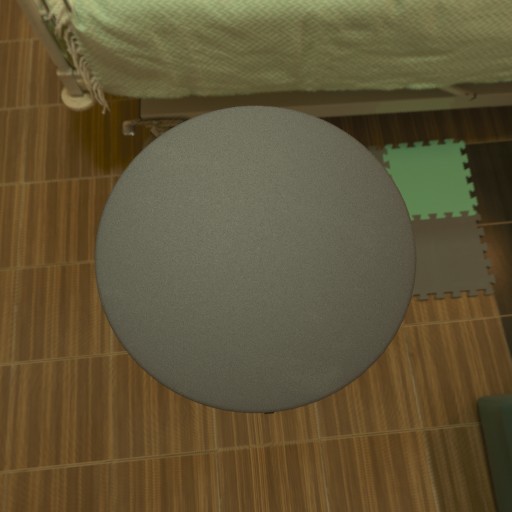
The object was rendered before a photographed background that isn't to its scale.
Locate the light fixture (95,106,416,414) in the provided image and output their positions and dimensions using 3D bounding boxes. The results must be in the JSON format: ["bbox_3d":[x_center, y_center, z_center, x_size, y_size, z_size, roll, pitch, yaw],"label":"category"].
[{"bbox_3d":[0.000,0.000,0.537,0.356,0.102,0.356,0,73,0],"label":"light fixture"}]
